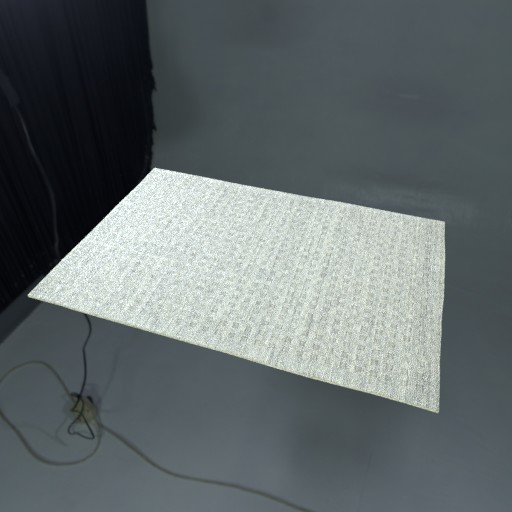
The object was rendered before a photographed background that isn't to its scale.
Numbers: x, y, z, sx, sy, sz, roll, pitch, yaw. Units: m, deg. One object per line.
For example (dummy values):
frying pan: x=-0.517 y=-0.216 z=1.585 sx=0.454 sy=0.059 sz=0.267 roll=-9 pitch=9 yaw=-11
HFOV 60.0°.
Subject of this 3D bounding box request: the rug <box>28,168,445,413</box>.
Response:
rug: x=0.000 y=0.000 z=2.846 sx=2.297 sy=0.018 sz=1.532 roll=13 pitch=43 yaw=14
